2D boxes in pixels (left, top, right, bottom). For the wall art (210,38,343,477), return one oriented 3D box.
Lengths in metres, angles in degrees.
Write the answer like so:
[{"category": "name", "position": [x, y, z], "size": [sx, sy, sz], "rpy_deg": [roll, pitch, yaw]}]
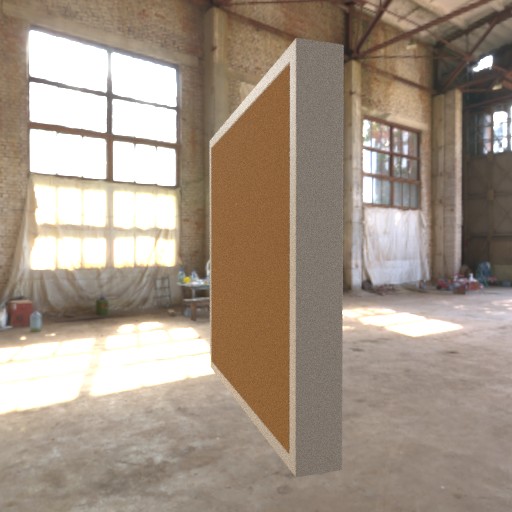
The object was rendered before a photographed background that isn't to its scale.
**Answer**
[{"category": "wall art", "position": [0.000, 0.000, 0.458], "size": [0.037, 0.305, 0.305], "rpy_deg": [0, 1, -17]}]
